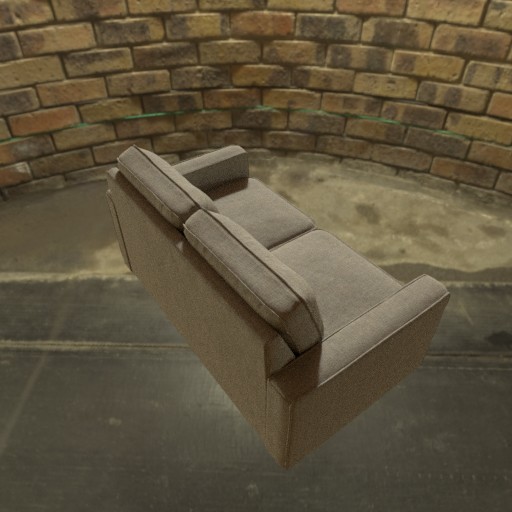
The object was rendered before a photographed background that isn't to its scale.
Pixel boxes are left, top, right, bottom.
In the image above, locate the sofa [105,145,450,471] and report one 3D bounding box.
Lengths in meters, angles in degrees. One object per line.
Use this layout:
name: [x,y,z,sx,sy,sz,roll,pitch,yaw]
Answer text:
sofa: [0.000,0.000,2.340,0.945,0.915,1.706,-26,48,-26]
